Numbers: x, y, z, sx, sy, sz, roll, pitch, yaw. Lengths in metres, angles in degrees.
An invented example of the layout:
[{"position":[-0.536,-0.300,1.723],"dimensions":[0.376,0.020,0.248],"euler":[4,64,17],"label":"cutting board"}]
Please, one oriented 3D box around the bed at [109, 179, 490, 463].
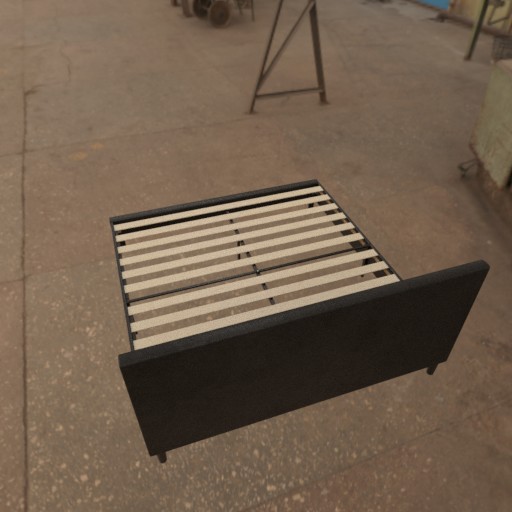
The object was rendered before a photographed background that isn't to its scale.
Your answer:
[{"position":[0.000,0.000,3.310],"dimensions":[2.018,1.046,2.152],"euler":[-13,42,-14],"label":"bed"}]
